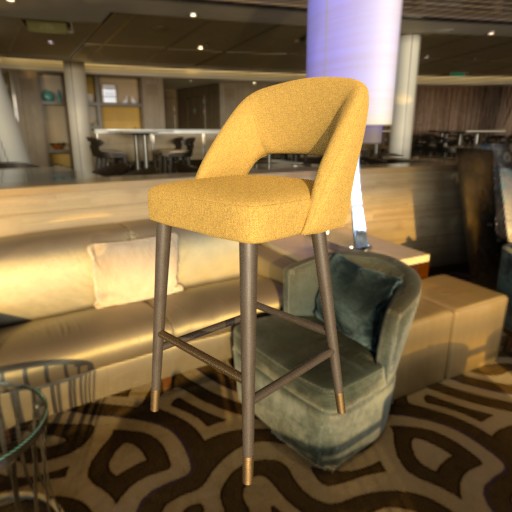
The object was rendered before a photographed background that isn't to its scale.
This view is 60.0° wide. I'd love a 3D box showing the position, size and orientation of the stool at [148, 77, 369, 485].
[{"bbox_3d":[0.000,0.000,1.325,0.522,1.032,0.536,-15,22,-43],"label":"stool"}]
